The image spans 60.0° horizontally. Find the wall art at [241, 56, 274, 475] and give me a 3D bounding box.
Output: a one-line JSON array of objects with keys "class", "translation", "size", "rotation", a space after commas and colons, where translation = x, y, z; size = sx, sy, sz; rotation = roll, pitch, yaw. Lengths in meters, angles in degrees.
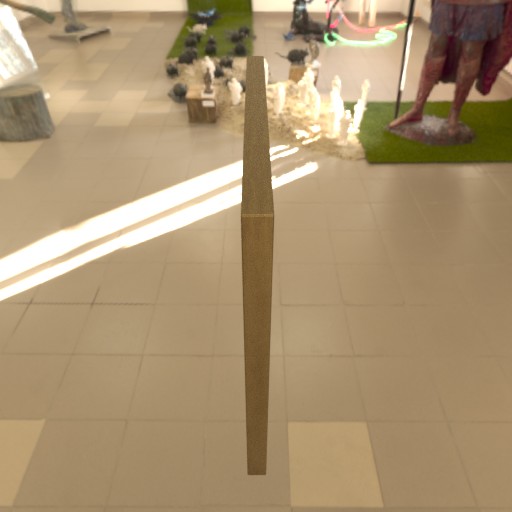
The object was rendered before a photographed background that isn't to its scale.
[{"class": "wall art", "translation": [0.000, 0.000, 0.752], "size": [0.030, 0.506, 0.503], "rotation": [0, 39, 0]}]
